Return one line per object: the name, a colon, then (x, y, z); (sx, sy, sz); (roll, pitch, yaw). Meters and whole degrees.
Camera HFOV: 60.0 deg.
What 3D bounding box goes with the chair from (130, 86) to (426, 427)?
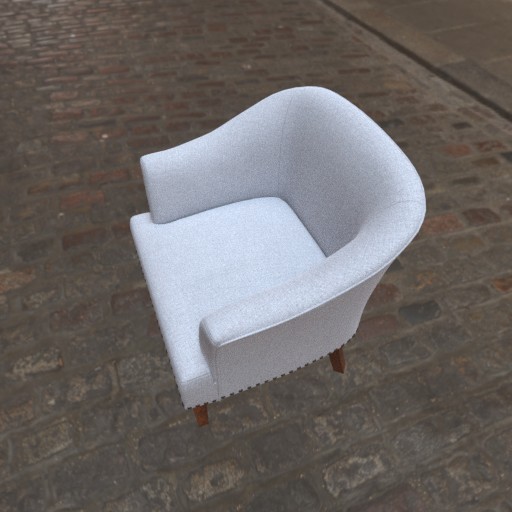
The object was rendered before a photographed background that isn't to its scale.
chair: (0.000, 0.000, 1.427); (0.704, 0.815, 0.798); (-16, 49, -15)
